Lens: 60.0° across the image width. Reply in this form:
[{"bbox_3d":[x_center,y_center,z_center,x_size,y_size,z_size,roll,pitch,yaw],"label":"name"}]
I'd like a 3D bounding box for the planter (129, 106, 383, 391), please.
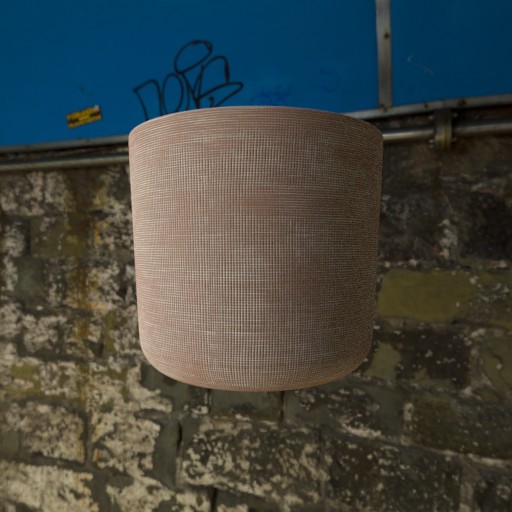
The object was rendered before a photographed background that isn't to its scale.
[{"bbox_3d":[0.000,0.000,0.799,0.440,0.398,0.440,0,1,0],"label":"planter"}]
